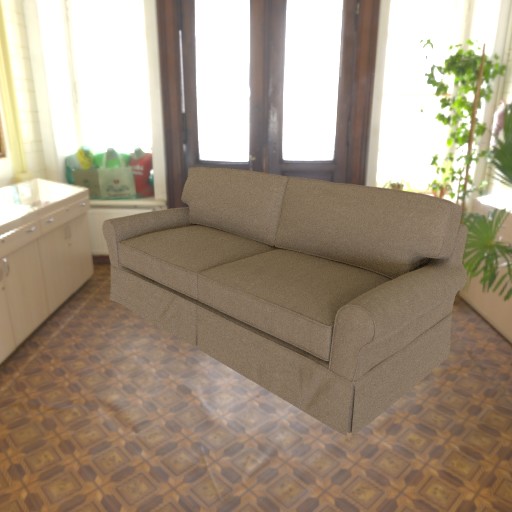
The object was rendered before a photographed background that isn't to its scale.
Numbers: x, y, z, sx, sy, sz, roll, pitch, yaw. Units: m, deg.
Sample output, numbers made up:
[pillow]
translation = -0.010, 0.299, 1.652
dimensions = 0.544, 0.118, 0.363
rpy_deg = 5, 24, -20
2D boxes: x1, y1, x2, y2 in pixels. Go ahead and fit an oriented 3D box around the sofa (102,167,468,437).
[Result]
[sofa]
translation = 0.000, 0.000, 2.752
dimensions = 0.991, 0.943, 2.248
rpy_deg = -16, 24, -42
